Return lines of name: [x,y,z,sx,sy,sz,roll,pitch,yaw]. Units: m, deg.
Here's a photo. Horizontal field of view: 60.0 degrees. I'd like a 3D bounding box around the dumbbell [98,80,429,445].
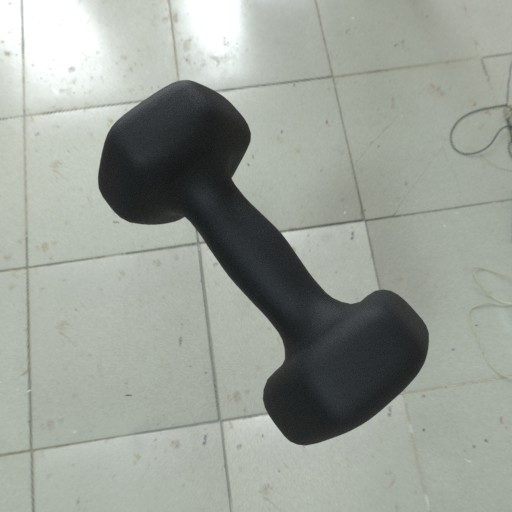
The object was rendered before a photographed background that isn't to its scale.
dumbbell: [0.000,0.000,0.287,0.112,0.101,0.231,-37,79,-9]
